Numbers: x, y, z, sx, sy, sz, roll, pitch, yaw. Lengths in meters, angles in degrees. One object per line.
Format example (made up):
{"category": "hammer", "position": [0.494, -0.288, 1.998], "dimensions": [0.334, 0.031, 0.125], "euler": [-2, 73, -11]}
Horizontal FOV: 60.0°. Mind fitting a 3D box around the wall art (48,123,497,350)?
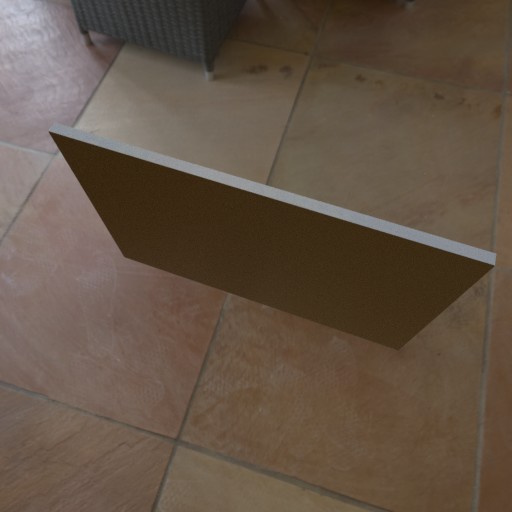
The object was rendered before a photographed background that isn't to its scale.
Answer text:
{"category": "wall art", "position": [0.000, 0.000, 1.153], "dimensions": [0.932, 0.610, 0.027], "euler": [18, 65, 9]}
